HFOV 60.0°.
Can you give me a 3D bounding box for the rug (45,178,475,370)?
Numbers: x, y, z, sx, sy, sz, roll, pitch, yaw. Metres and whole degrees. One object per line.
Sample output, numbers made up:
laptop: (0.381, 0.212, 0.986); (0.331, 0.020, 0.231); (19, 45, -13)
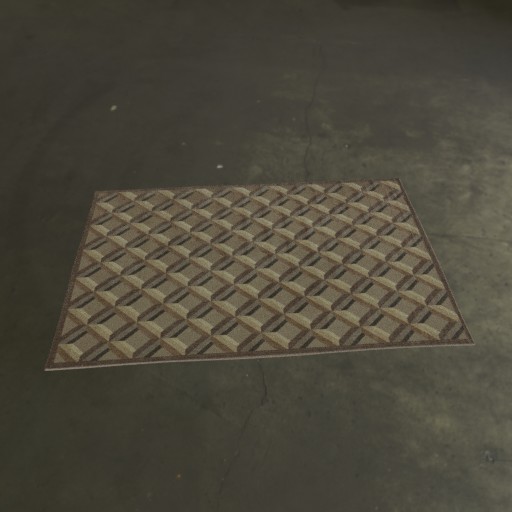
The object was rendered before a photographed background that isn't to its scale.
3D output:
rug: (0.000, 0.000, 2.072); (1.677, 0.011, 1.066); (-3, 48, -3)
